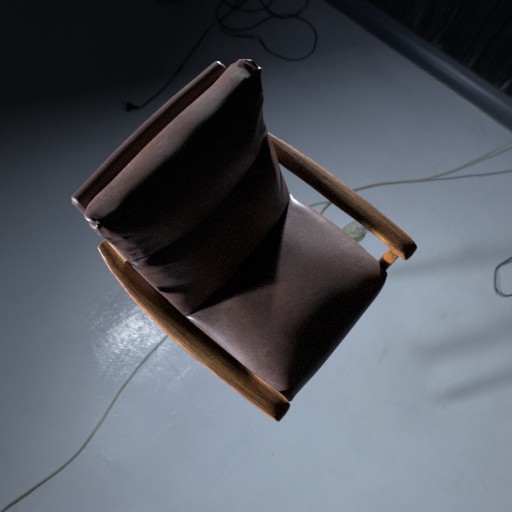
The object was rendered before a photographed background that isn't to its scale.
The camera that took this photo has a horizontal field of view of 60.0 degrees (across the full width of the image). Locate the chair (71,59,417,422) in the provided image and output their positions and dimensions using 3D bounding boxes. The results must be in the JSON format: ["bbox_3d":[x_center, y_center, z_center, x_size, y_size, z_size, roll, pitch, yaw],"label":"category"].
[{"bbox_3d":[0.000,0.000,1.524,0.830,0.897,0.782,40,77,11],"label":"chair"}]
